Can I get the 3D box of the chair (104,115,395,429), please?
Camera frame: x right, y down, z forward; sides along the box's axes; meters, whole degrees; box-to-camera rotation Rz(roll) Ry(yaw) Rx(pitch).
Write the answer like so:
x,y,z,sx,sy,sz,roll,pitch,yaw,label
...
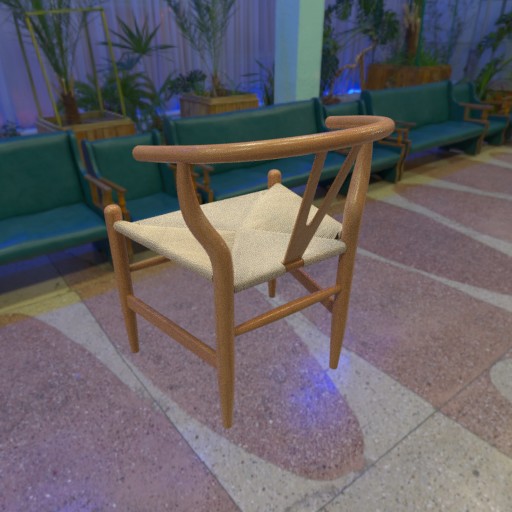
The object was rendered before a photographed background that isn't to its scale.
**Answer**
x,y,z,sx,sy,sz,roll,pitch,yaw,label
0.000,0.000,1.129,0.569,0.730,0.579,-18,33,-31,chair
